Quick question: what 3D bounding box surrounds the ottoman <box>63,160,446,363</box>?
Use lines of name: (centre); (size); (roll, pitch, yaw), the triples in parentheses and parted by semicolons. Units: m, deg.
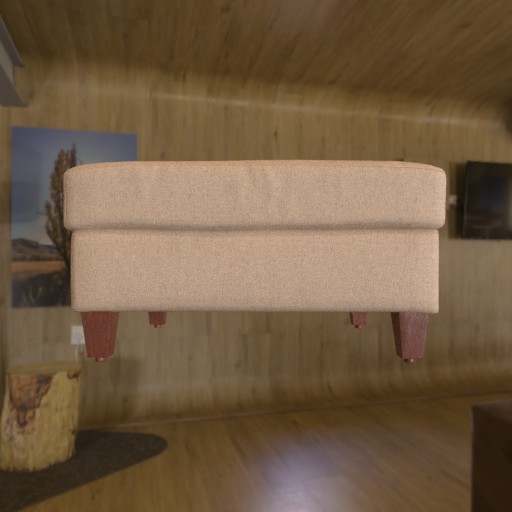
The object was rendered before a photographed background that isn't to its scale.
ottoman: (0.000, 0.000, 1.336); (0.902, 0.511, 0.692); (0, -1, 1)
